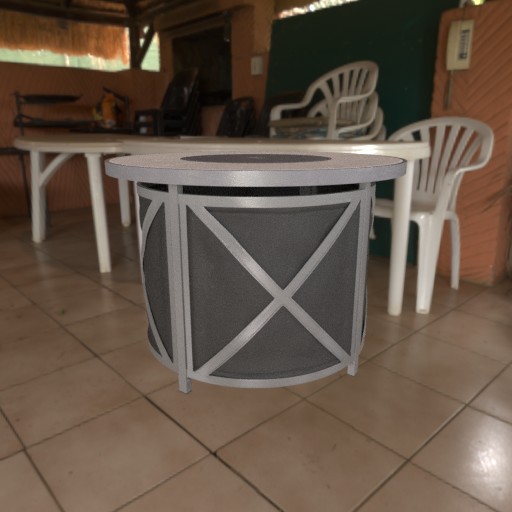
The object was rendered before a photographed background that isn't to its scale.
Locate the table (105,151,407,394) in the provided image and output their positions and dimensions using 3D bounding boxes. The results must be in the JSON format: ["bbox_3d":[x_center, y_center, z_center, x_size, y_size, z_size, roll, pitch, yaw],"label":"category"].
[{"bbox_3d":[0.000,0.000,1.498,0.914,0.650,0.914,0,16,0],"label":"table"}]
